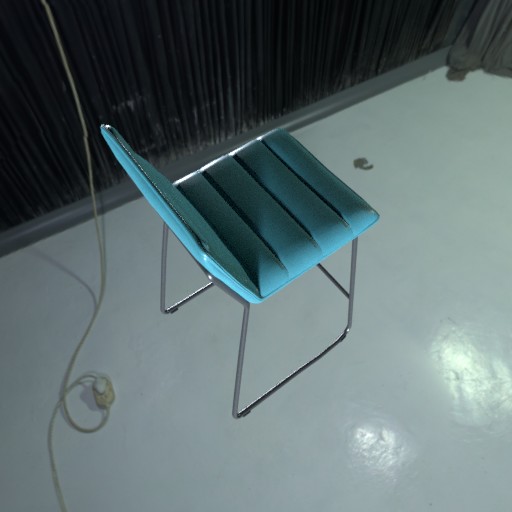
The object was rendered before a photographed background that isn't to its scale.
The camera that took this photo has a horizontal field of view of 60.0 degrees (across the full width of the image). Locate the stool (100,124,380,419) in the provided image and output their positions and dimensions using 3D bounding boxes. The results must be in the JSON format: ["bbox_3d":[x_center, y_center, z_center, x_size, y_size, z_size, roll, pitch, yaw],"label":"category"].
[{"bbox_3d":[0.000,0.000,1.246,0.524,0.936,0.489,-32,63,-19],"label":"stool"}]
